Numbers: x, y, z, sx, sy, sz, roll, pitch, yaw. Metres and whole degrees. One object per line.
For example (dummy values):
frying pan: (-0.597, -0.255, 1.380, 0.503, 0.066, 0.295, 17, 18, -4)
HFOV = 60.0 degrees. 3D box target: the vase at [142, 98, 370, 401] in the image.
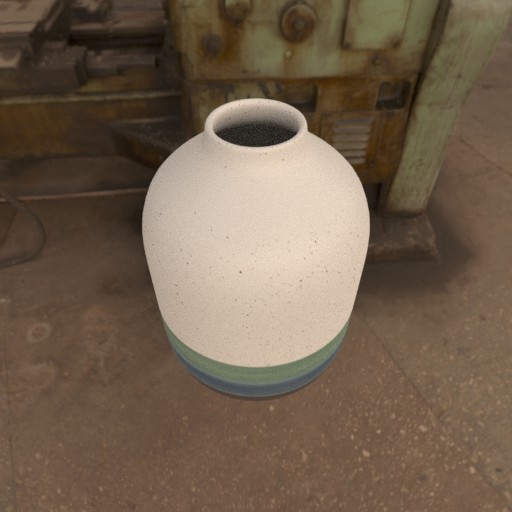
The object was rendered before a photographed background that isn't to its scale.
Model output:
vase: (0.000, 0.000, 0.362, 0.169, 0.240, 0.169, 0, 46, 0)
